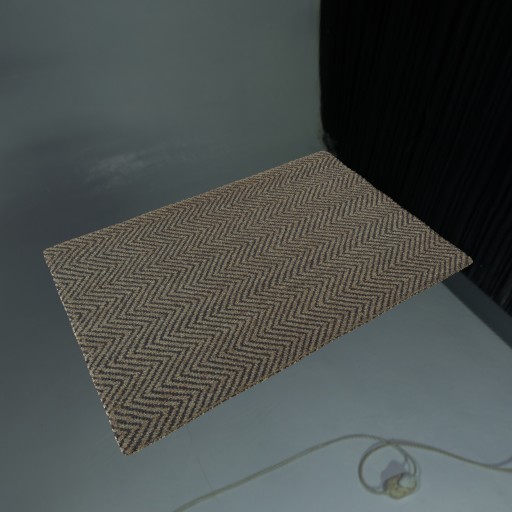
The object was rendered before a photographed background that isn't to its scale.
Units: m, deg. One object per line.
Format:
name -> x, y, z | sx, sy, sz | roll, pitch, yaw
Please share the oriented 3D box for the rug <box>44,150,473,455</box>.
rug -> 0.000, 0.000, 2.245 | 1.828, 0.008, 1.219 | -24, 50, -22
